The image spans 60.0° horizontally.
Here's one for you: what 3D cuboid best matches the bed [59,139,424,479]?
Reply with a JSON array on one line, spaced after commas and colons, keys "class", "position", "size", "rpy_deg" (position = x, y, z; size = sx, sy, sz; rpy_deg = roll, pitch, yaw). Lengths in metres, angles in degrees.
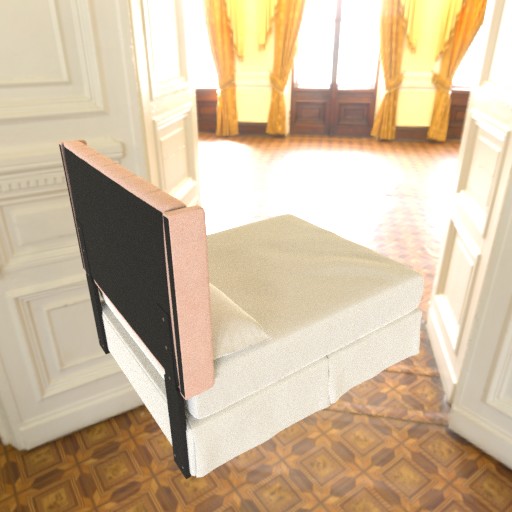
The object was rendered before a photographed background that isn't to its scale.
[{"class": "bed", "position": [0.000, 0.000, 3.264], "size": [2.066, 1.665, 1.719], "rpy_deg": [-18, 31, -31]}]
